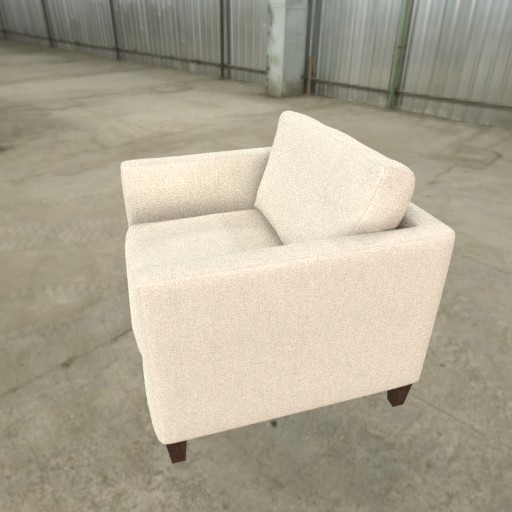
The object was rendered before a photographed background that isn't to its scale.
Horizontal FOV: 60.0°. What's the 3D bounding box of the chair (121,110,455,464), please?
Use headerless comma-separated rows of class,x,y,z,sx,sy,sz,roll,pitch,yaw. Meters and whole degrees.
chair,0.000,0.000,1.691,0.959,0.919,0.996,-9,31,-14
